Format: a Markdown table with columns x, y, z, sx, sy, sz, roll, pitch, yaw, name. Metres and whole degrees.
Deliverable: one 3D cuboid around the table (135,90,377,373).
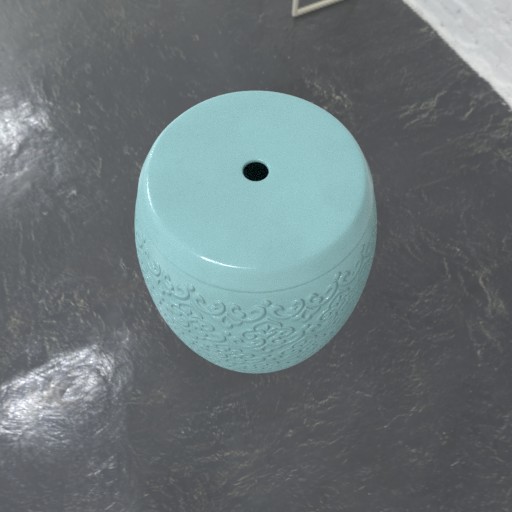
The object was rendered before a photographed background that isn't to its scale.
| x | y | z | sx | sy | sz | roll | pitch | yaw | name |
| --- | --- | --- | --- | --- | --- | --- | --- | --- | --- |
| 0.000 | 0.000 | 0.633 | 0.309 | 0.397 | 0.309 | 0 | 63 | 0 | table |
